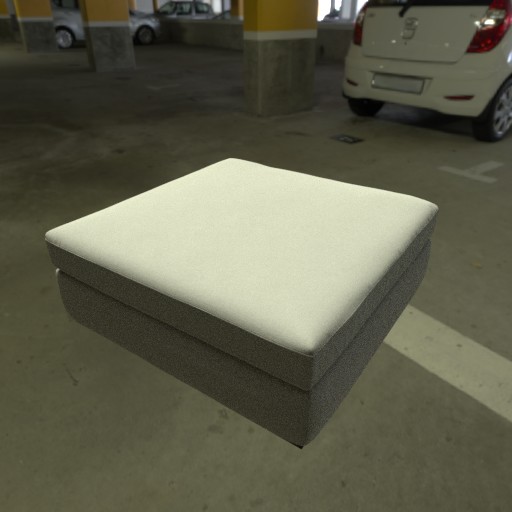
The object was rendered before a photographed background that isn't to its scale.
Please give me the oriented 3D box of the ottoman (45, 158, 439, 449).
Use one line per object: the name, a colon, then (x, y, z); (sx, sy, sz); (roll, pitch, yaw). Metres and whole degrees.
ottoman: (0.000, 0.000, 1.842); (1.167, 0.482, 1.163); (19, 34, 30)
